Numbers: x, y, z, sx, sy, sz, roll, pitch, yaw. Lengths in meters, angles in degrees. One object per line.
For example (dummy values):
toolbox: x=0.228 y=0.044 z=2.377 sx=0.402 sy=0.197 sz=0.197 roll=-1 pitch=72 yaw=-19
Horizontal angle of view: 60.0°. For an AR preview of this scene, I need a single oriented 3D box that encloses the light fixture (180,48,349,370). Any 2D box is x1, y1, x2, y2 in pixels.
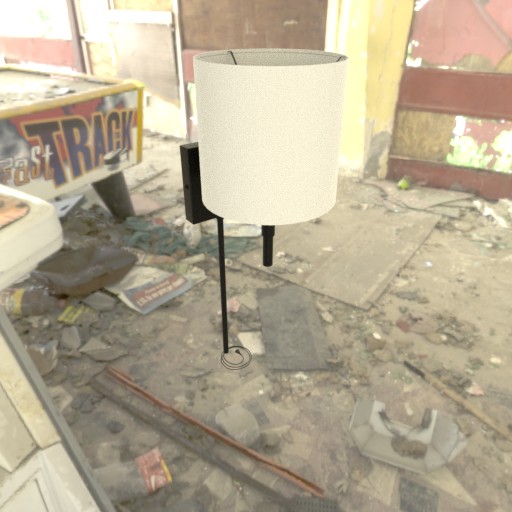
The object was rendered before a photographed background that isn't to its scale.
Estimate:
light fixture: x=0.000 y=0.000 z=0.707 sx=0.188 sy=0.589 sz=0.248 roll=-21 pitch=36 yaw=-31
